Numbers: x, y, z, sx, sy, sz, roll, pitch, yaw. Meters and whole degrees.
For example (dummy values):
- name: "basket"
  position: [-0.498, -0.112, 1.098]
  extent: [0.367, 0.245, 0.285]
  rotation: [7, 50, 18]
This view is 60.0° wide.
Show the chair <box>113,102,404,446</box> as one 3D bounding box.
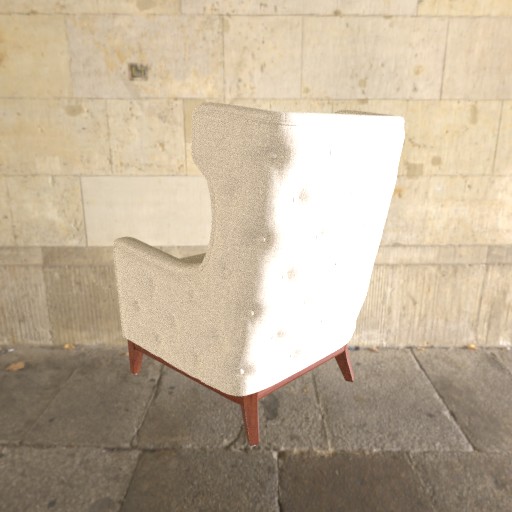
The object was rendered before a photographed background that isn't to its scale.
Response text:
- name: "chair"
  position: [0.000, 0.000, 1.704]
  extent: [0.778, 1.079, 0.899]
  rotation: [-15, 21, -42]
